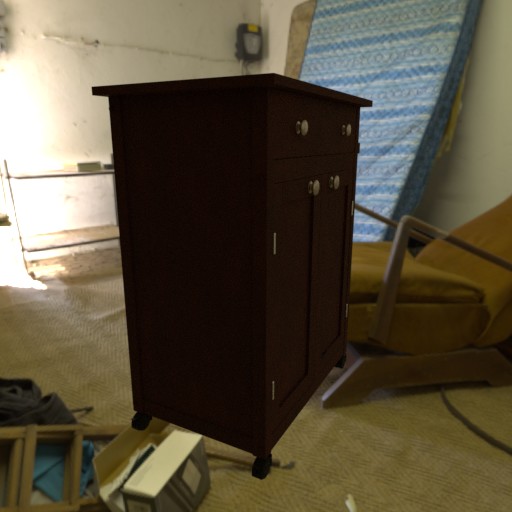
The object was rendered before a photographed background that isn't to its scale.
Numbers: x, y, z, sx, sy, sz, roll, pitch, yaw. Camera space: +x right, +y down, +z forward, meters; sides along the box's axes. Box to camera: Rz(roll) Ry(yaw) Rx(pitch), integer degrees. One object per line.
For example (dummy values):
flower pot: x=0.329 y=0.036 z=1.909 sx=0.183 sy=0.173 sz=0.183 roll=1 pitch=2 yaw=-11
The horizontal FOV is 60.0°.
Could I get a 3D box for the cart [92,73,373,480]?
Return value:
cart: x=0.000 y=0.000 z=1.261 sx=0.442 sy=0.864 sz=0.683 roll=8 pitch=17 yaw=27
